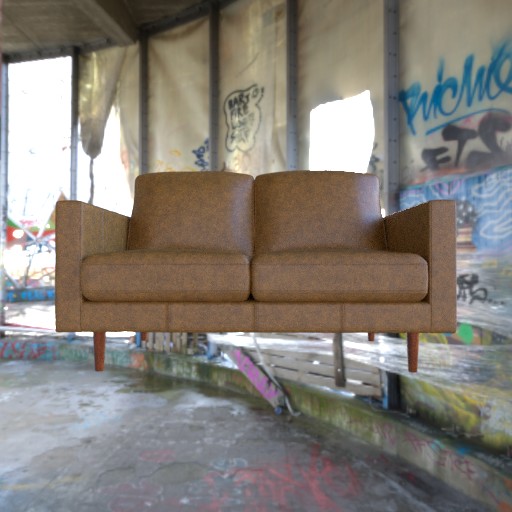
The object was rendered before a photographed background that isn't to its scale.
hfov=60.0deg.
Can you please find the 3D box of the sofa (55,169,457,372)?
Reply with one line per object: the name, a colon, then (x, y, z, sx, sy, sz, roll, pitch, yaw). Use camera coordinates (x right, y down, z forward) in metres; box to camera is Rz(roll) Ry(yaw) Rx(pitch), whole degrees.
sofa: (0.000, 0.000, 2.147, 1.578, 0.951, 0.909, 0, -1, 1)
